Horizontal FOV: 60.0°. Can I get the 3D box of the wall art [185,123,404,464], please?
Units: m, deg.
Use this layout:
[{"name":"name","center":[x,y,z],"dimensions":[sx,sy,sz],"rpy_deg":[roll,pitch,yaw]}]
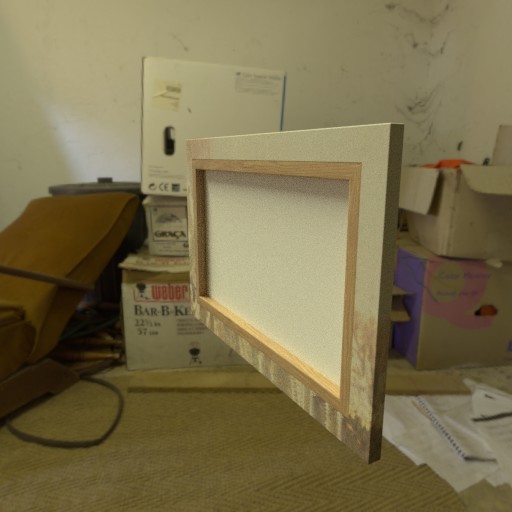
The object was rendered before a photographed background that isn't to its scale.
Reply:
[{"name":"wall art","center":[0.000,0.000,1.434],"dimensions":[0.041,0.758,1.142],"rpy_deg":[-7,15,-28]}]
